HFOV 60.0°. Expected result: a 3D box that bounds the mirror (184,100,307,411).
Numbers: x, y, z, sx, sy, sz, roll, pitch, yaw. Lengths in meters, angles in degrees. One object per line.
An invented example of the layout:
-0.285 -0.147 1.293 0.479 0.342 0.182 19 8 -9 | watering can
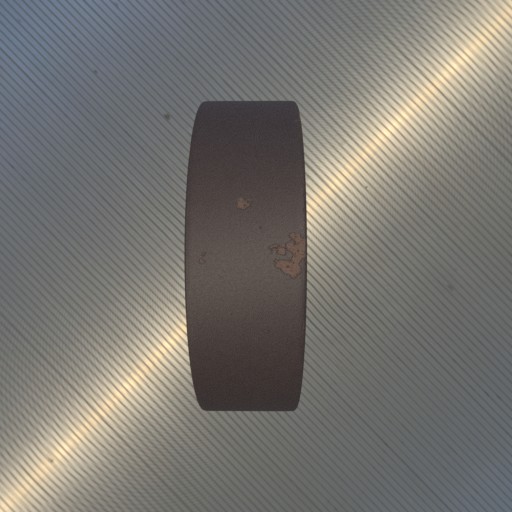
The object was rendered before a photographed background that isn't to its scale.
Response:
0.000 0.000 0.584 0.126 0.386 0.386 0 90 1 | mirror
